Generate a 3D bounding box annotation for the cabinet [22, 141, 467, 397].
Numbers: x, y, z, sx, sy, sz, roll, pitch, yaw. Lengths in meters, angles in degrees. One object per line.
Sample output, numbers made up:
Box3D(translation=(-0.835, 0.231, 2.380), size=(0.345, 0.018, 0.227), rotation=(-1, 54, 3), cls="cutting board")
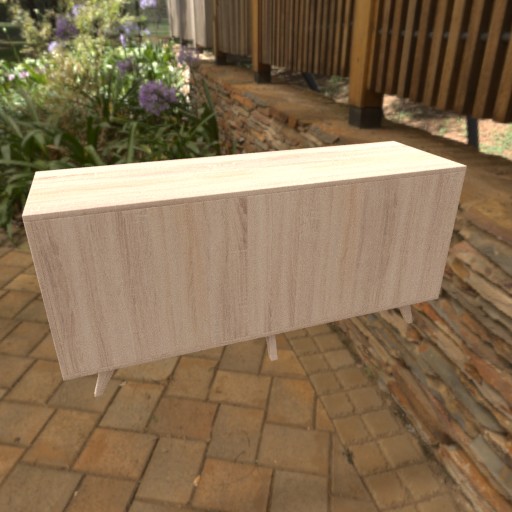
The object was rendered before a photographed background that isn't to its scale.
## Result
Box3D(translation=(0.000, 0.000, 1.945), size=(1.650, 0.780, 0.500), rotation=(-9, 28, -18), cls="cabinet")
